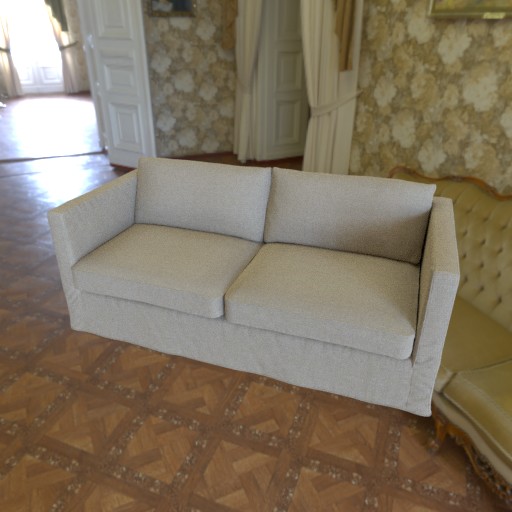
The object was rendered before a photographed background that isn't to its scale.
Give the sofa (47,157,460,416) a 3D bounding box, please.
[{"bbox_3d":[0.000,0.000,2.454,1.987,0.847,0.956,9,29,17],"label":"sofa"}]
